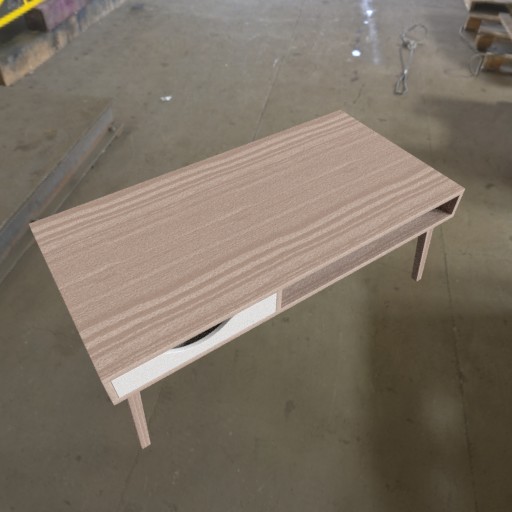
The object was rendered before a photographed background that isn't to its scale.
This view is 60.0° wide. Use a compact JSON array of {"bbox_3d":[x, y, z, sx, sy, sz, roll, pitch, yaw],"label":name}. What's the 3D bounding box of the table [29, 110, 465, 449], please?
[{"bbox_3d":[0.000,0.000,1.515,1.200,0.450,0.600,-26,52,-22],"label":"table"}]
